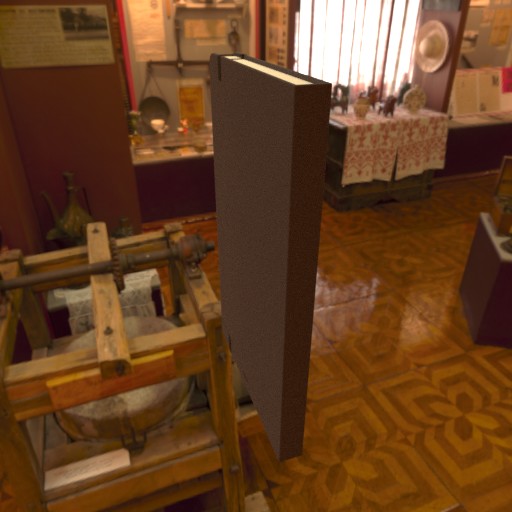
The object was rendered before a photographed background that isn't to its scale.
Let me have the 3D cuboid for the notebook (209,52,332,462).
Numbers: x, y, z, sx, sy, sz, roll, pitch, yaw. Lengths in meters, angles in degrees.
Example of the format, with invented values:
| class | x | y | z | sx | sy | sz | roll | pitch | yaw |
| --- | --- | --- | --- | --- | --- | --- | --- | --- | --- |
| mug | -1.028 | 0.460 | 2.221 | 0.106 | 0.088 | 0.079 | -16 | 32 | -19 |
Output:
| class | x | y | z | sx | sy | sz | roll | pitch | yaw |
| --- | --- | --- | --- | --- | --- | --- | --- | --- | --- |
| notebook | 0.000 | 0.000 | 0.265 | 0.016 | 0.213 | 0.127 | -10 | 31 | -17 |
